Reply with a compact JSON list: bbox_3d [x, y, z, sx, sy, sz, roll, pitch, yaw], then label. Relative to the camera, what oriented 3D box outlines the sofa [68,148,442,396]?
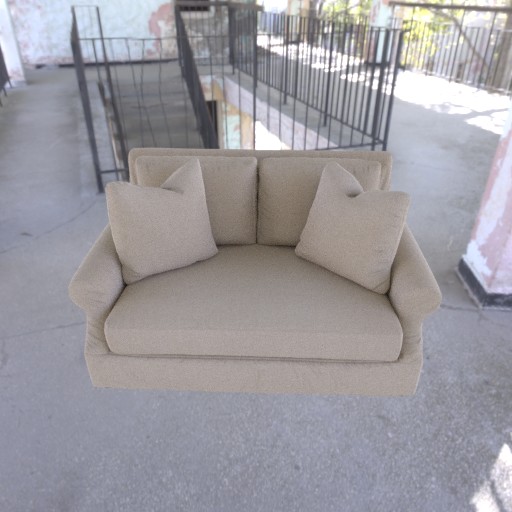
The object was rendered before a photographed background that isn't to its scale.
[{"bbox_3d":[0.000,0.000,2.178,1.550,0.905,1.070,1,31,2],"label":"sofa"}]
